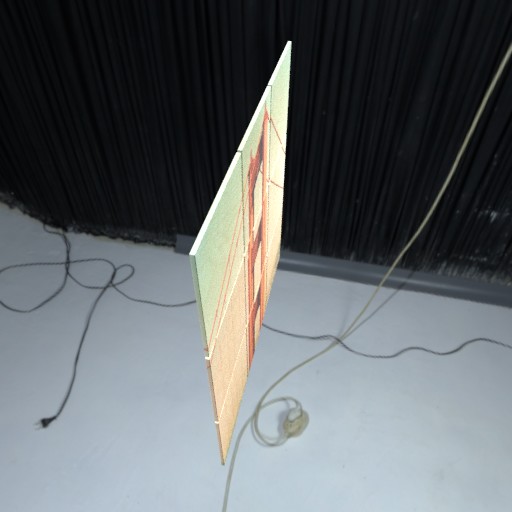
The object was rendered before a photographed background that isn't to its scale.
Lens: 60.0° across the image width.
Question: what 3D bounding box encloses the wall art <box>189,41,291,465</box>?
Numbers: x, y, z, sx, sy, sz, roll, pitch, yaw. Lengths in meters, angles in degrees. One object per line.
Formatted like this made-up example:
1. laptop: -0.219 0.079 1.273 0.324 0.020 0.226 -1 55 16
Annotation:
1. wall art: 0.000 0.000 1.776 0.013 1.219 1.214 9 46 9
